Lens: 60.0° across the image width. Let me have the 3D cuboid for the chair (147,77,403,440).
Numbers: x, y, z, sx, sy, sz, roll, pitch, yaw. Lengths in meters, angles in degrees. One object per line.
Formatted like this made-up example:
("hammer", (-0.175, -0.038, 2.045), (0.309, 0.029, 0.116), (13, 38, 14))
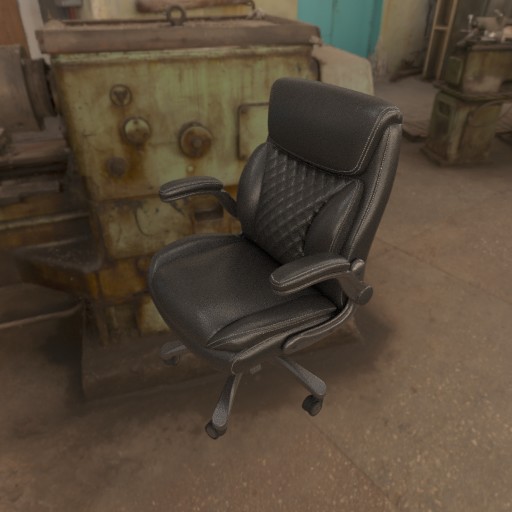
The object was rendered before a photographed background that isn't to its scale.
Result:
("chair", (0.000, 0.000, 1.602), (0.724, 1.110, 0.782), (-21, 38, -29))
